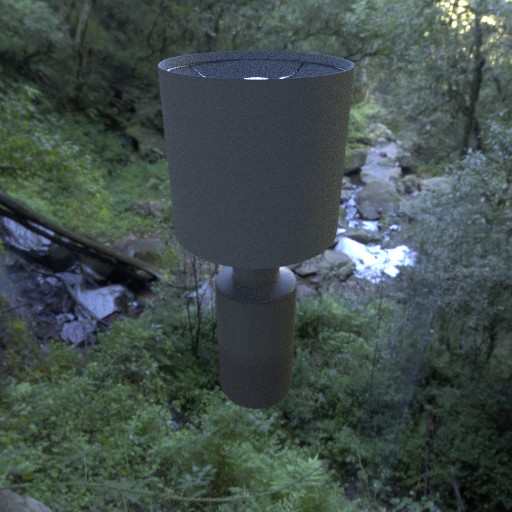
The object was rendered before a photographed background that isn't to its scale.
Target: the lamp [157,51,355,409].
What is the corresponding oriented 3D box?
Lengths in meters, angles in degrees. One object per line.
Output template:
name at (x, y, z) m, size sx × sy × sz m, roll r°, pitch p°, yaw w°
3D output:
lamp at (0.000, 0.000, 0.611) m, size 0.212 × 0.493 × 0.212 m, roll 21°, pitch 37°, yaw 30°
